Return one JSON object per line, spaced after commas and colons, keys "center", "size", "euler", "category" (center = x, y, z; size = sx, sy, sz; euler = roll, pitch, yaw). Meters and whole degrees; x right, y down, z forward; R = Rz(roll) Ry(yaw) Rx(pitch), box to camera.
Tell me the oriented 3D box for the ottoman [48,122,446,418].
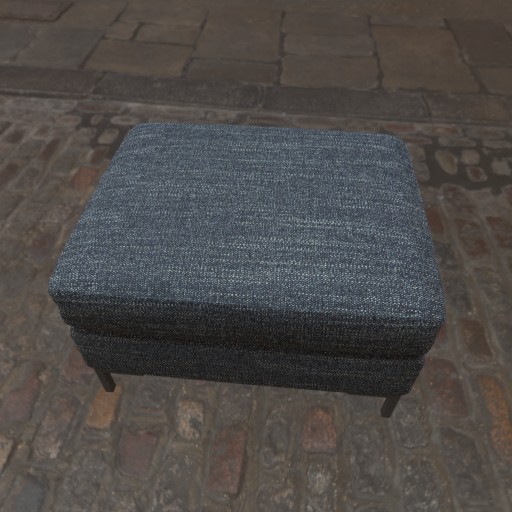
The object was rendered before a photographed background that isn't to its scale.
{"center": [0.000, 0.000, 1.214], "size": [0.814, 0.491, 0.667], "euler": [4, 47, 4], "category": "ottoman"}
